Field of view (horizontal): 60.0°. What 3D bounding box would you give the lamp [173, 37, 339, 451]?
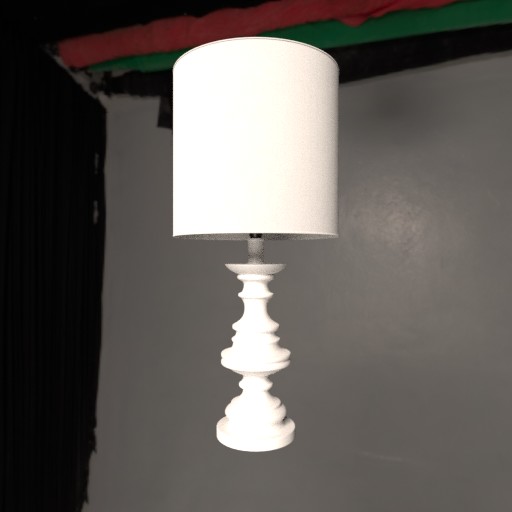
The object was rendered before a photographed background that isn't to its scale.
[{"bbox_3d":[0.000,0.000,0.565,0.208,0.455,0.208,0,0,17],"label":"lamp"}]
